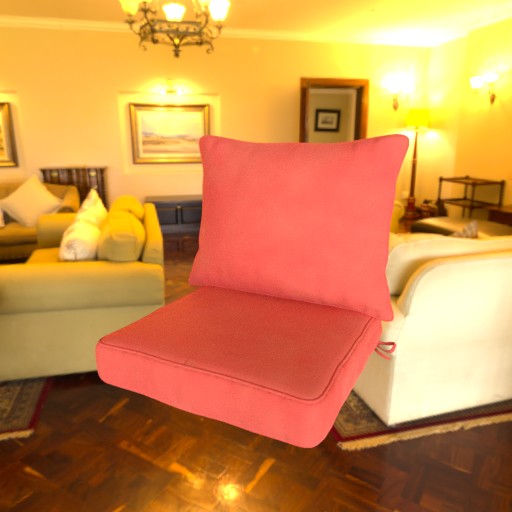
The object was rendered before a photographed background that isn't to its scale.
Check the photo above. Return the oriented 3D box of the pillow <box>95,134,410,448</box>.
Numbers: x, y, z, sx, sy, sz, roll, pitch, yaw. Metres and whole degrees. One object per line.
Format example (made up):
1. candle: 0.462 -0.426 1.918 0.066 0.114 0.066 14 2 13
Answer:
1. pillow: 0.000 0.000 1.360 0.798 0.725 0.733 8 17 26
